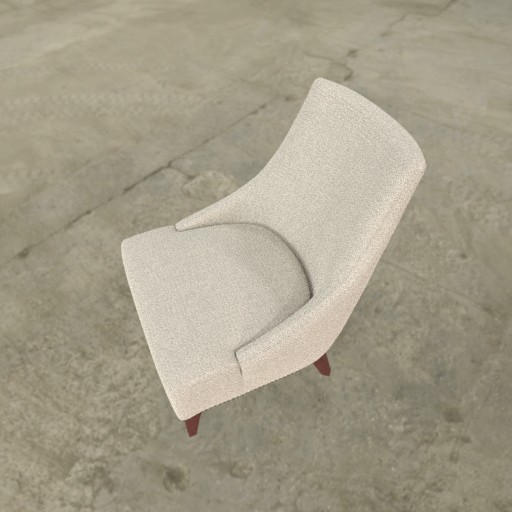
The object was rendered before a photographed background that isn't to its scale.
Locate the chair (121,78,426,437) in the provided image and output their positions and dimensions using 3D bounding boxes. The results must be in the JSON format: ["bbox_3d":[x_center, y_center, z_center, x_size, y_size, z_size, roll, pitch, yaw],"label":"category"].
[{"bbox_3d":[0.000,0.000,1.529,0.861,0.909,0.701,-18,49,-16],"label":"chair"}]
